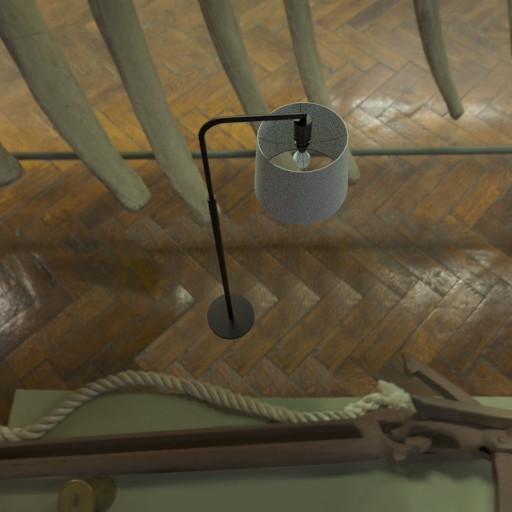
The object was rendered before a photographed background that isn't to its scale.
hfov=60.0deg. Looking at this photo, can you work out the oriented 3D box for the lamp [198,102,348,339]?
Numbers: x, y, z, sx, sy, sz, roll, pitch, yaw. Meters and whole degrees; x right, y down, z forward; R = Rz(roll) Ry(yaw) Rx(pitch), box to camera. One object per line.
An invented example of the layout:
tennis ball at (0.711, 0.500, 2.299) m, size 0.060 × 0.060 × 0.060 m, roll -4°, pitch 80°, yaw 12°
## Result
lamp at (0.000, 0.000, 1.656) m, size 0.508 × 1.478 × 0.254 m, roll 0°, pitch 64°, yaw 0°
